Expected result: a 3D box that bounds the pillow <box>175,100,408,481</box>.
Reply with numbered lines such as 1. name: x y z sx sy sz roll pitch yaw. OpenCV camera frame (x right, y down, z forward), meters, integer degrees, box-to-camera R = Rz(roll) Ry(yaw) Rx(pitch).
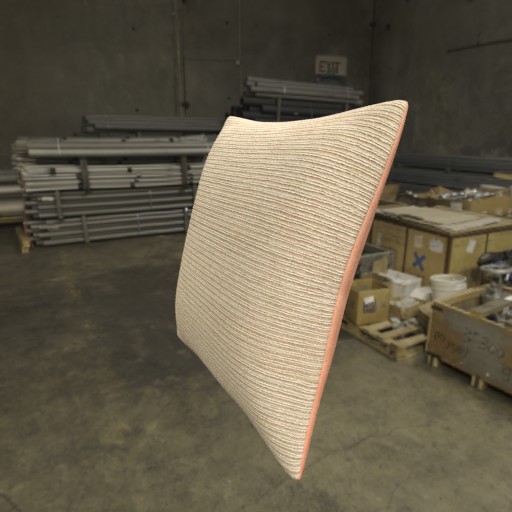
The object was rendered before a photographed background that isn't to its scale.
1. pillow: 0.000 0.000 0.638 0.177 0.401 0.424 -8 17 -26
